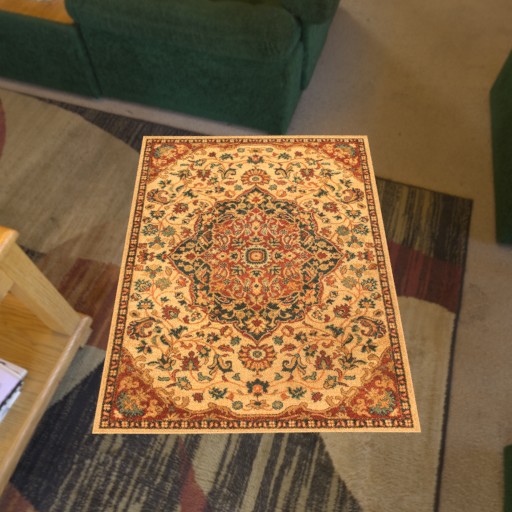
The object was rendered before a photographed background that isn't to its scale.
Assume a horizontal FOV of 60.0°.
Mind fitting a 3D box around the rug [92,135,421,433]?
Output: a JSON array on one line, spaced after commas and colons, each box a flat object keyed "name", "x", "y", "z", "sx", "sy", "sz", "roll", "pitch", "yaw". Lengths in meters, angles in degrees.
[{"name": "rug", "x": 0.000, "y": 0.000, "z": 4.084, "sx": 2.454, "sy": 0.005, "sz": 3.067, "roll": 0, "pitch": 59, "yaw": 0}]
